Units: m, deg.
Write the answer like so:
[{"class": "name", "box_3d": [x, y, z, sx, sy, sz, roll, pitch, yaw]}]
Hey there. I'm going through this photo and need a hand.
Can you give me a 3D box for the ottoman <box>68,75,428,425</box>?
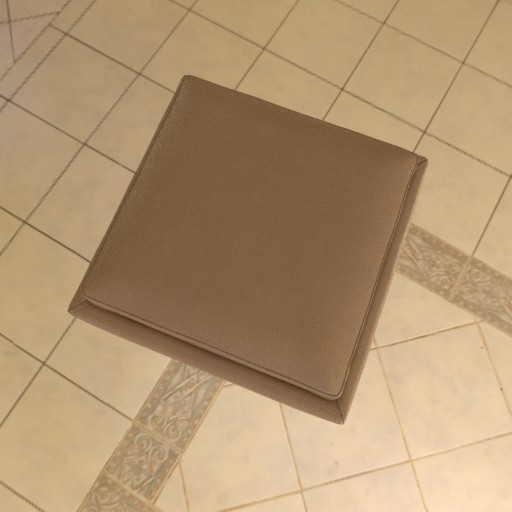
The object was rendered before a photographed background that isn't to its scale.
[{"class": "ottoman", "box_3d": [0.000, 0.000, 0.831, 0.451, 0.460, 0.450, 21, 77, 5]}]
